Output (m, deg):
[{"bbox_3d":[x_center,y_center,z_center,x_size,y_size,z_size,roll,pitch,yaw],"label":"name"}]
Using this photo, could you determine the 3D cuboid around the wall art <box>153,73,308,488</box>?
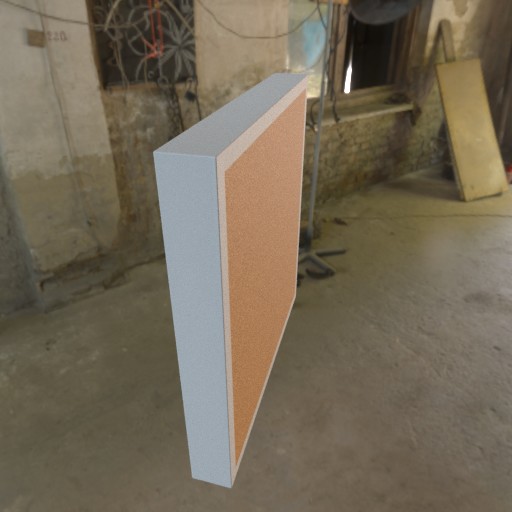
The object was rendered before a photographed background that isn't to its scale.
[{"bbox_3d":[0.000,0.000,0.451,0.038,0.305,0.305,8,31,13],"label":"wall art"}]
